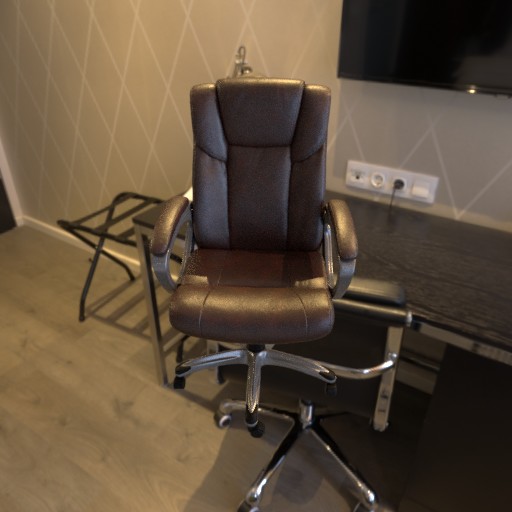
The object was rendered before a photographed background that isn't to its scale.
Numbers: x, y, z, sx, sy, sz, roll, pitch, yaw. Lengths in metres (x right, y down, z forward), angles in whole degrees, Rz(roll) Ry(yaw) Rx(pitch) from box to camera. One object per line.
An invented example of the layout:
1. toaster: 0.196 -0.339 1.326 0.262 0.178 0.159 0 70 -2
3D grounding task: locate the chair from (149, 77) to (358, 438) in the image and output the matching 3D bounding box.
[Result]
1. chair: 0.000 0.000 1.611 0.656 1.128 0.692 2 31 3
